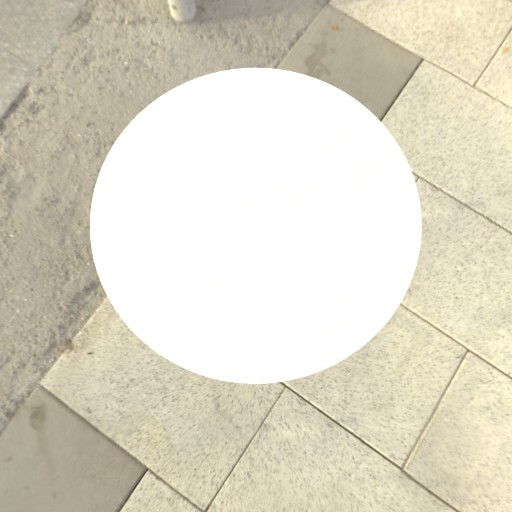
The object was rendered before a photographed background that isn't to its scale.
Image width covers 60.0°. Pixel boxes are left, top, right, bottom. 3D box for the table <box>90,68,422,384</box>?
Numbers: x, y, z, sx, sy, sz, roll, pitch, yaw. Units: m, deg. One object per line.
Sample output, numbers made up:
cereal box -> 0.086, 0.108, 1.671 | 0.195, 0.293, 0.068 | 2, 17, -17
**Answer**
table -> 0.000, 0.000, 0.943 | 0.500, 0.564, 0.500 | 0, 76, 0
